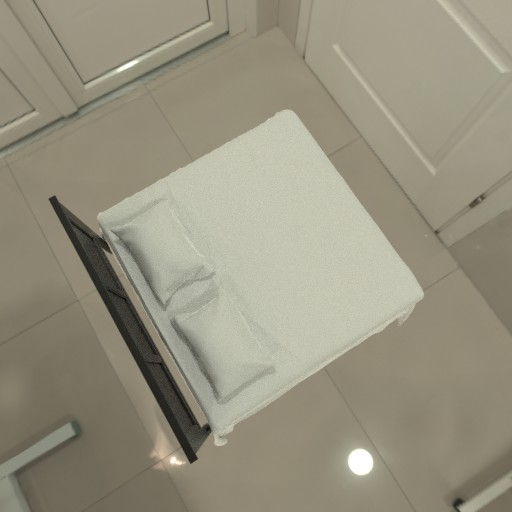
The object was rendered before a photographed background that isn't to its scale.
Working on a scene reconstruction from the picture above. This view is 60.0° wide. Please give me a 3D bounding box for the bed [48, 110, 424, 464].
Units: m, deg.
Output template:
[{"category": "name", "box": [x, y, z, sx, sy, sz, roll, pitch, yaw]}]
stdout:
[{"category": "bed", "box": [0.000, 0.000, 3.633, 2.219, 1.271, 2.315, -31, 78, -8]}]
